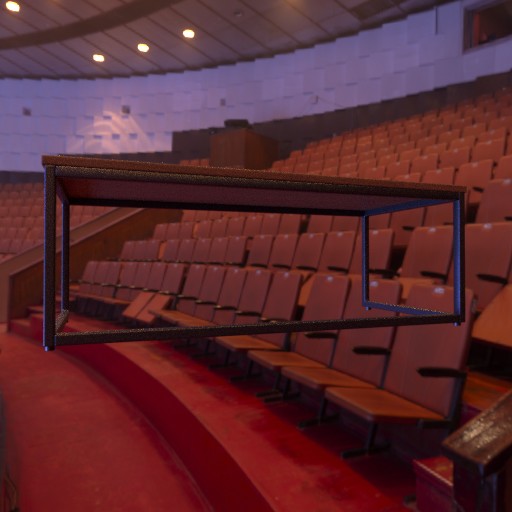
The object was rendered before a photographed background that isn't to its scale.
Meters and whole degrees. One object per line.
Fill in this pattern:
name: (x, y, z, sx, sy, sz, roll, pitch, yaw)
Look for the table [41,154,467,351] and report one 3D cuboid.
table: (0.000, 0.000, 1.313, 1.100, 0.400, 0.500, 0, -1, -20)
